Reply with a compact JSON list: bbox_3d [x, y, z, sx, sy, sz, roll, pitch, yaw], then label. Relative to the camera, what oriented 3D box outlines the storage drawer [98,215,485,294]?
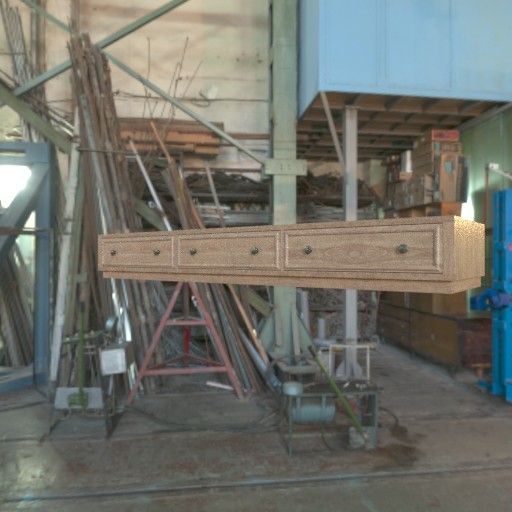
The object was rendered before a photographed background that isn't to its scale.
[{"bbox_3d":[0.000,0.000,2.284,2.032,0.264,0.538,0,0,37],"label":"storage drawer"}]
